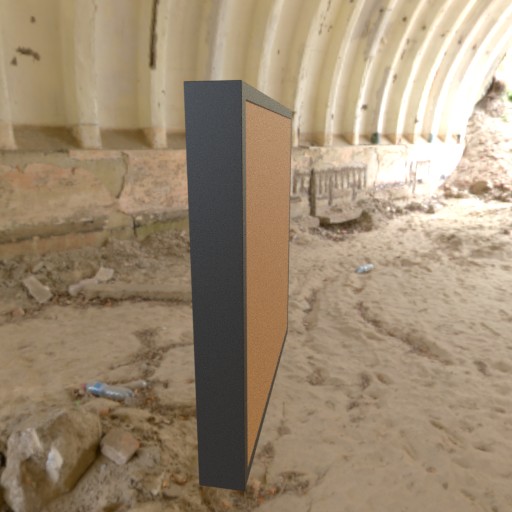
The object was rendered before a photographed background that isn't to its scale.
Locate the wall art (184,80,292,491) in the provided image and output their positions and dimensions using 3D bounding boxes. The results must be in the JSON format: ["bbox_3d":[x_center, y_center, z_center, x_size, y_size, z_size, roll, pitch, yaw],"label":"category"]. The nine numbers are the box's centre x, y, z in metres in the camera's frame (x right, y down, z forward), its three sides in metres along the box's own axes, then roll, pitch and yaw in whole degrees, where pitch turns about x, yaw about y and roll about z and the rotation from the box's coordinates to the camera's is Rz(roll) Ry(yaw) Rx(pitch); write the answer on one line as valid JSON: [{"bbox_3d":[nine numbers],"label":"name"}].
[{"bbox_3d":[0.000,0.000,0.458,0.038,0.304,0.304,3,15,10],"label":"wall art"}]
